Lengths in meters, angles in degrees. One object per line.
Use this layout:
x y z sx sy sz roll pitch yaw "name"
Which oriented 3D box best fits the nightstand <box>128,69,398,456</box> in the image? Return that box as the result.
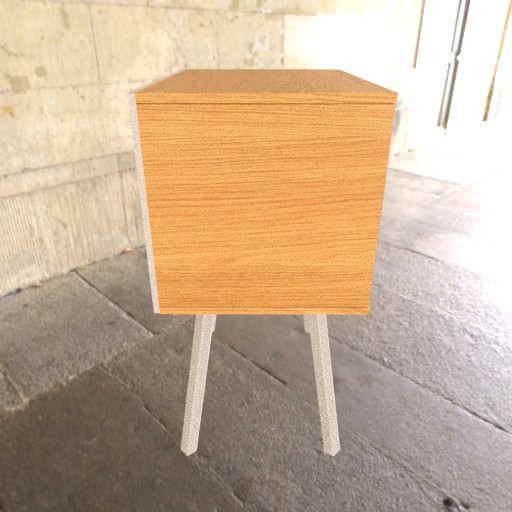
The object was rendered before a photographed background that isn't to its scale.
0.000 0.000 0.803 0.316 0.601 0.400 0 26 0 "nightstand"
